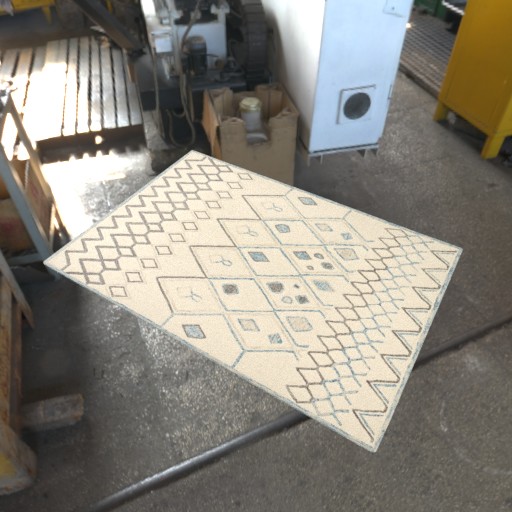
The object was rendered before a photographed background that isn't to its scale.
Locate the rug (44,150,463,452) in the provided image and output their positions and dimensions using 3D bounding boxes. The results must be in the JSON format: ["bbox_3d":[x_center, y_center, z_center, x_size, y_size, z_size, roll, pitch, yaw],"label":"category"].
[{"bbox_3d":[0.000,0.000,2.331,1.820,0.009,1.260,24,50,22],"label":"rug"}]
